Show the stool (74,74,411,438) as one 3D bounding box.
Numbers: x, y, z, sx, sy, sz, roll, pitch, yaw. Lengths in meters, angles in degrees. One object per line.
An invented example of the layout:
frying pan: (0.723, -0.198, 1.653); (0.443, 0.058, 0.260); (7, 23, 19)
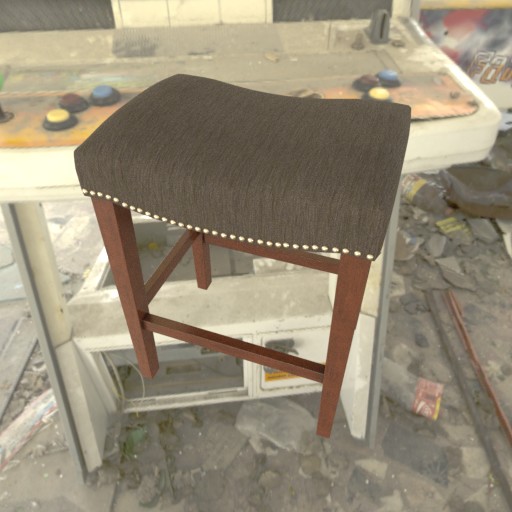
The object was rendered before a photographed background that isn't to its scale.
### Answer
stool: (0.000, 0.000, 0.963); (0.504, 0.654, 0.372); (13, 44, 15)
